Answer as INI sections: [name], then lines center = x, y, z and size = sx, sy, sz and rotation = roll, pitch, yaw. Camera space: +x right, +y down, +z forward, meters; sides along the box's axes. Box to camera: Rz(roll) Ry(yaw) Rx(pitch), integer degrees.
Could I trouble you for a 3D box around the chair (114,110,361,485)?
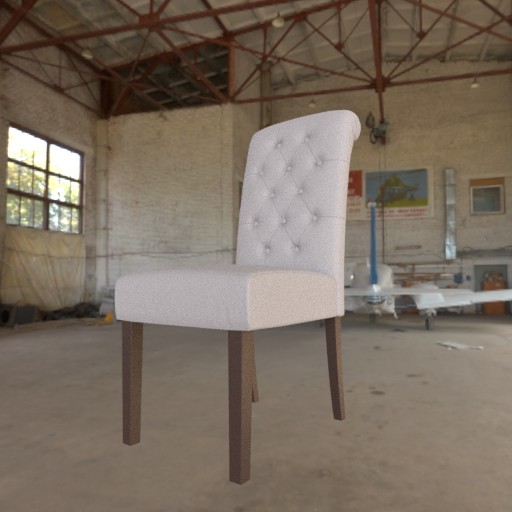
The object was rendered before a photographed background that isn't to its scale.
[chair]
center = 0.000, 0.000, 1.336
size = 0.456, 1.006, 0.671
rotation = -2, -4, 37
